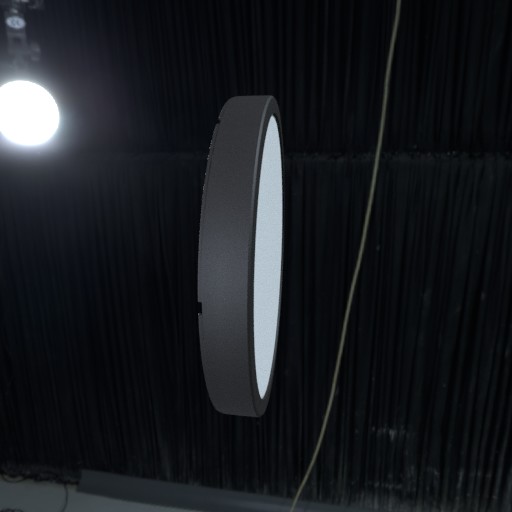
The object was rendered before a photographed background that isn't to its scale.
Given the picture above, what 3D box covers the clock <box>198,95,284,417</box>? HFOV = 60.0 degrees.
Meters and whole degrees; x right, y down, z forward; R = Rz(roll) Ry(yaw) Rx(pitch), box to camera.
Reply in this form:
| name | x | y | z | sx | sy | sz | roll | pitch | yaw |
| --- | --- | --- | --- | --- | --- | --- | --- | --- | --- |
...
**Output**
| name | x | y | z | sx | sy | sz | roll | pitch | yaw |
| --- | --- | --- | --- | --- | --- | --- | --- | --- | --- |
| clock | 0.000 | 0.000 | 0.431 | 0.040 | 0.293 | 0.293 | 2 | 16 | 8 |
